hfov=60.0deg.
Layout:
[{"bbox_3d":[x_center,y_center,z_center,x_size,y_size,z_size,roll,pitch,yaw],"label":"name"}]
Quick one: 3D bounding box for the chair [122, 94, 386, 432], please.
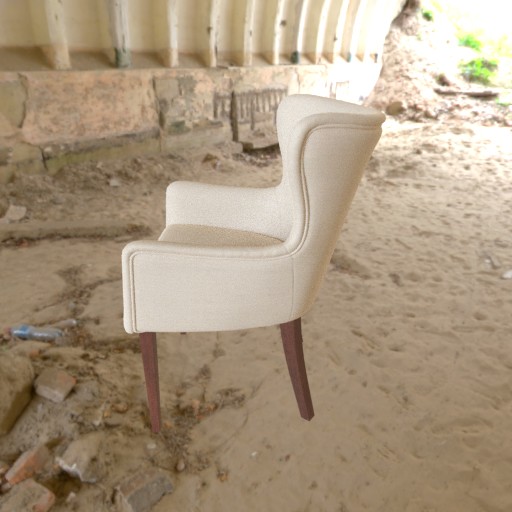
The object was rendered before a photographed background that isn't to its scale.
[{"bbox_3d":[0.000,0.000,1.496,0.744,0.990,0.696,0,24,0],"label":"chair"}]
